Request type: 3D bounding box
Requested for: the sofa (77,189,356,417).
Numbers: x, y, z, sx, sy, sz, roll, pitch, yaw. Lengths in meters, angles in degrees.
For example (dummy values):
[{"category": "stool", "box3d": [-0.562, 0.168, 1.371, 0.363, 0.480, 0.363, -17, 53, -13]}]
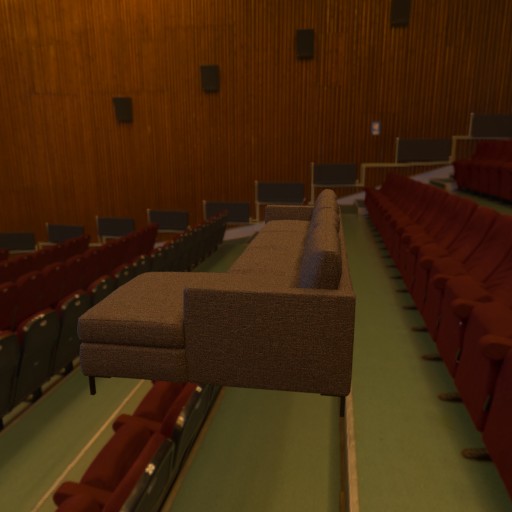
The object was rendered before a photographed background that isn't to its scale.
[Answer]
[{"category": "sofa", "box3d": [0.000, 0.000, 3.789, 1.483, 0.892, 3.221, 2, 14, 9]}]
